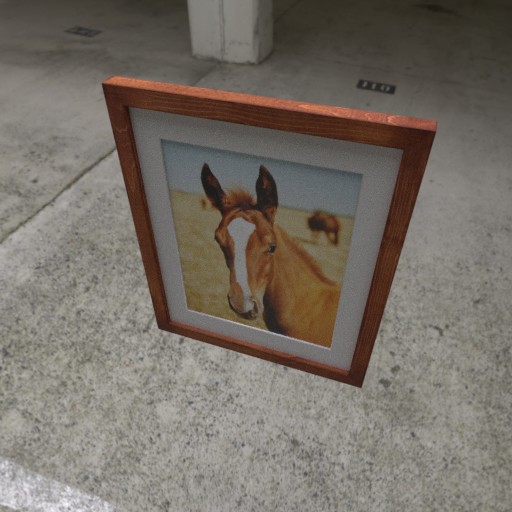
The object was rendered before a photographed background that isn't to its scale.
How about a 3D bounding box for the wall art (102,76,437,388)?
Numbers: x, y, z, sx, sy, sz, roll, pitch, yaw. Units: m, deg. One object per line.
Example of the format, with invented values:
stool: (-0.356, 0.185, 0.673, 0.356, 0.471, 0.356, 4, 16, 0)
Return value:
wall art: (0.000, 0.000, 0.776, 0.462, 0.558, 0.030, 13, 44, 14)
